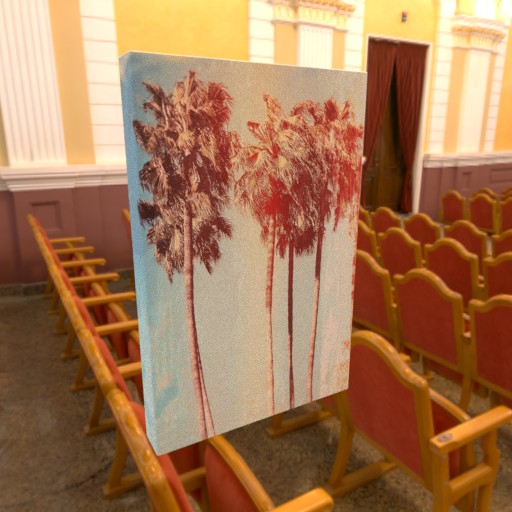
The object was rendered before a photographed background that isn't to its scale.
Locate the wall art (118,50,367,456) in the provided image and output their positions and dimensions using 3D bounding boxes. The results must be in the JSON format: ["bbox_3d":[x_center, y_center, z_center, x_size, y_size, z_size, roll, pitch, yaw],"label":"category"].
[{"bbox_3d":[0.000,0.000,0.475,0.251,0.380,0.039,-9,17,-29],"label":"wall art"}]
